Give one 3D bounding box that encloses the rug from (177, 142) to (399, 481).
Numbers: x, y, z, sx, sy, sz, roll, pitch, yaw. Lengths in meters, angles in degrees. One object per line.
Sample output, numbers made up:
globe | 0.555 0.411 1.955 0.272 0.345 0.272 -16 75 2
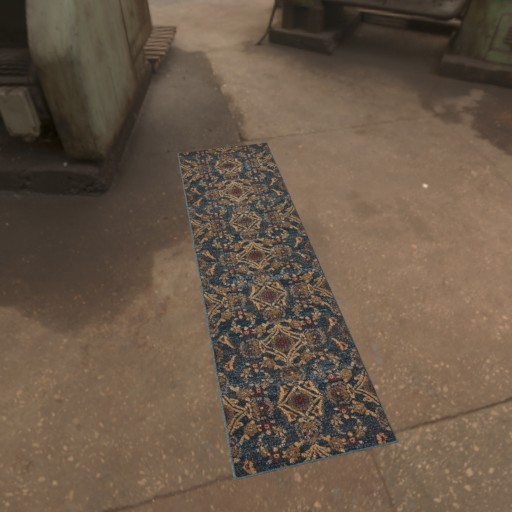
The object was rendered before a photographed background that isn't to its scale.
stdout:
rug | 0.000 0.000 2.520 0.685 0.014 2.292 -9 47 -9
